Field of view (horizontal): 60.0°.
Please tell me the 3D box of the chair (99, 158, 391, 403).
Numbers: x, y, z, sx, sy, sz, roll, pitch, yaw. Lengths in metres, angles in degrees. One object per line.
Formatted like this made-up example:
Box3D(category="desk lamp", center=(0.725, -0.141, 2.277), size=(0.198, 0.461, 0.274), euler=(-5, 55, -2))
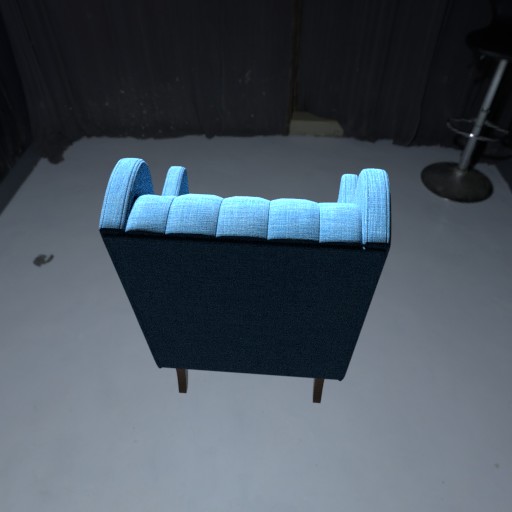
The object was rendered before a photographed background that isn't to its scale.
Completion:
Box3D(category="chair", center=(0.000, 0.000, 1.504), size=(0.711, 0.952, 0.775), euler=(3, 45, 3))
